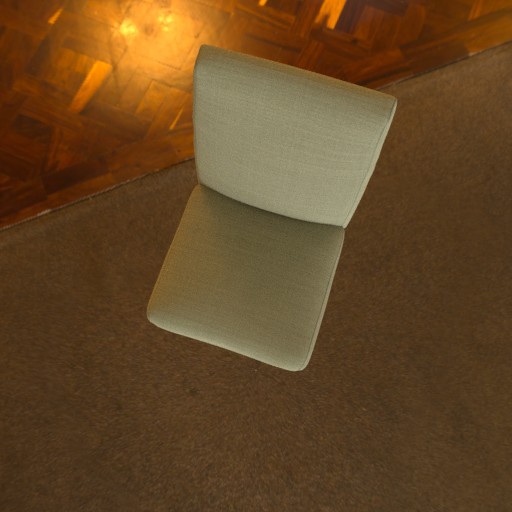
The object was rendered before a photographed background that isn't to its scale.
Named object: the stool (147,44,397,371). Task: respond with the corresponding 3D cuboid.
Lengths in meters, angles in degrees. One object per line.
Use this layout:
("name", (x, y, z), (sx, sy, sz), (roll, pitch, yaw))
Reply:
("stool", (0.000, 0.000, 1.304), (0.459, 1.019, 0.570), (17, 76, 4))
